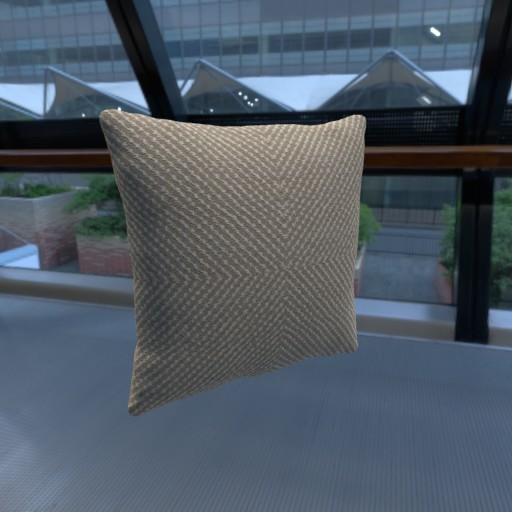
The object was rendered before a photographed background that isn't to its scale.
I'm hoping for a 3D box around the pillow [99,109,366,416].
[{"bbox_3d":[0.000,0.000,0.740,0.459,0.458,0.181,-8,17,-28],"label":"pillow"}]
